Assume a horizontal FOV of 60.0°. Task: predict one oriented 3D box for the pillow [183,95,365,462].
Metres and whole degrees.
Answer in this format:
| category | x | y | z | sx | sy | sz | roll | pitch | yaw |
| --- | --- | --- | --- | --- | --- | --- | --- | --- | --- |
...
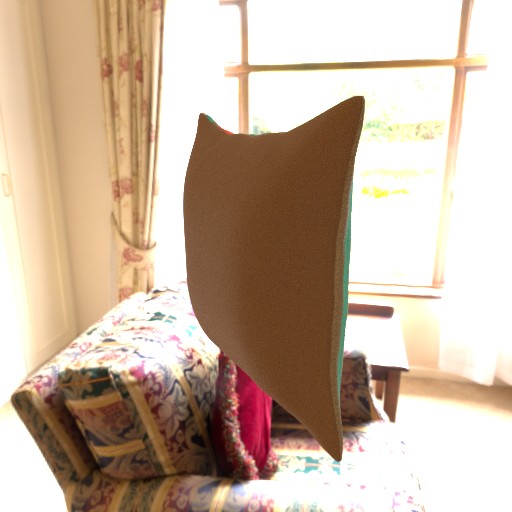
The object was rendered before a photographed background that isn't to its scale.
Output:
| category | x | y | z | sx | sy | sz | roll | pitch | yaw |
| --- | --- | --- | --- | --- | --- | --- | --- | --- | --- |
| pillow | 0.000 | 0.000 | 0.689 | 0.168 | 0.443 | 0.453 | -8 | 17 | -27 |
